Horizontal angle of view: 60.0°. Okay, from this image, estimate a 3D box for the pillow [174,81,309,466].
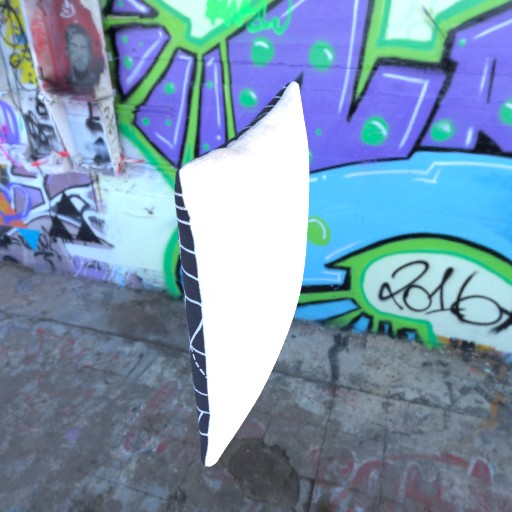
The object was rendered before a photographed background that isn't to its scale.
[{"bbox_3d":[0.000,0.000,0.791,0.158,0.508,0.517,9,32,14],"label":"pillow"}]
